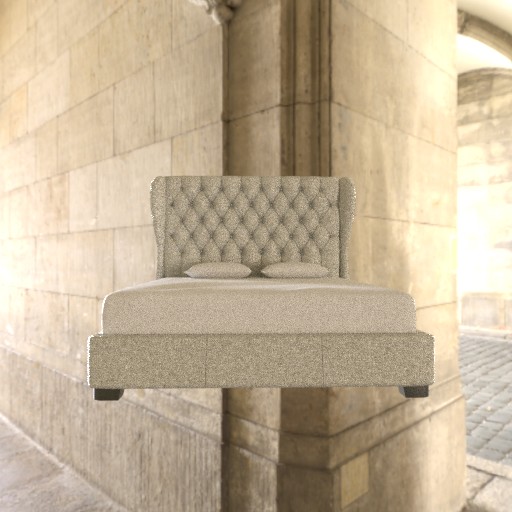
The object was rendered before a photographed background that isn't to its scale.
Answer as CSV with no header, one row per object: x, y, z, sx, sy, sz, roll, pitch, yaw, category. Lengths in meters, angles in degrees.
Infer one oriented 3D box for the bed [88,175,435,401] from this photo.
0.000,0.000,3.858,2.219,1.771,2.347,0,0,-2,bed
